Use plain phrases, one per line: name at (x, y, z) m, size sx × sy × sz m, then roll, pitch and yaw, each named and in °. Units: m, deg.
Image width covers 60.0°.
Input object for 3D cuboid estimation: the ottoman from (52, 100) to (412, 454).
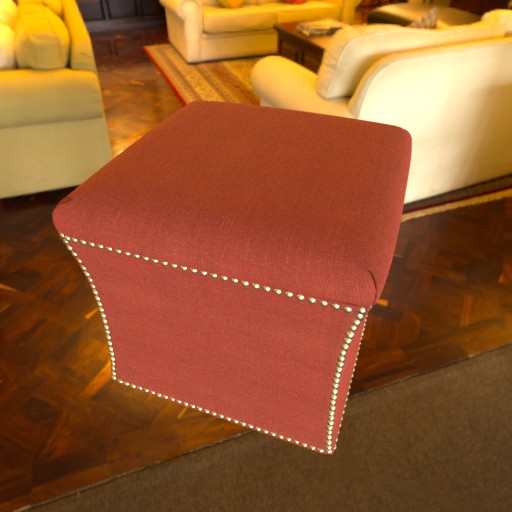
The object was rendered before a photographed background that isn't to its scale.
ottoman at (0.000, 0.000, 0.893) m, size 0.507 × 0.475 × 0.497 m, roll 13°, pitch 41°, yaw 16°
